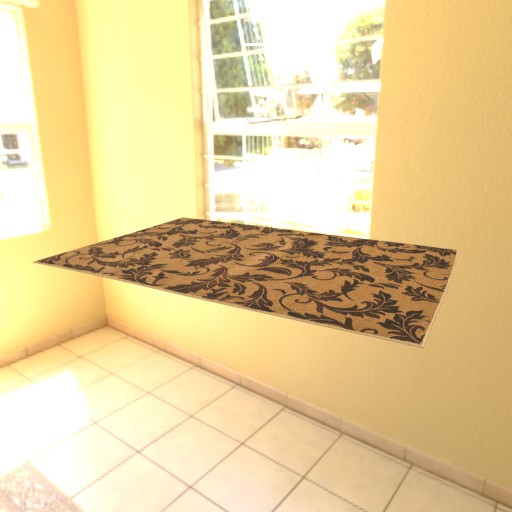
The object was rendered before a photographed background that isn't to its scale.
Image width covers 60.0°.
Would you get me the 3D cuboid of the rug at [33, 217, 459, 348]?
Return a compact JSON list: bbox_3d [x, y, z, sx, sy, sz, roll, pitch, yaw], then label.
[{"bbox_3d":[0.000,0.000,2.827,2.284,0.008,1.522,9,19,27],"label":"rug"}]
